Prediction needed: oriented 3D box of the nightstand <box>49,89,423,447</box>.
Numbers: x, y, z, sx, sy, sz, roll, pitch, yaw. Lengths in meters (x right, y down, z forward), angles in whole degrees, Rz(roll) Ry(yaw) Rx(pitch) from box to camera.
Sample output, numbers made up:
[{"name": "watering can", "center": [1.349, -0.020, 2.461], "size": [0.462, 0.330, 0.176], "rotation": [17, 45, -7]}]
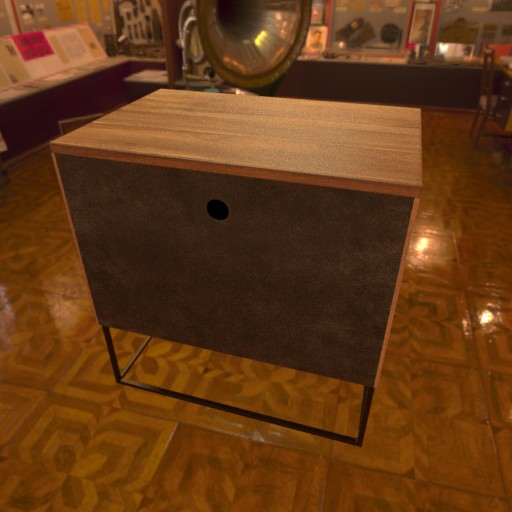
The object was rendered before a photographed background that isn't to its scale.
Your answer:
[{"name": "nightstand", "center": [0.000, 0.000, 1.014], "size": [0.605, 0.611, 0.427], "rotation": [10, 35, 14]}]
